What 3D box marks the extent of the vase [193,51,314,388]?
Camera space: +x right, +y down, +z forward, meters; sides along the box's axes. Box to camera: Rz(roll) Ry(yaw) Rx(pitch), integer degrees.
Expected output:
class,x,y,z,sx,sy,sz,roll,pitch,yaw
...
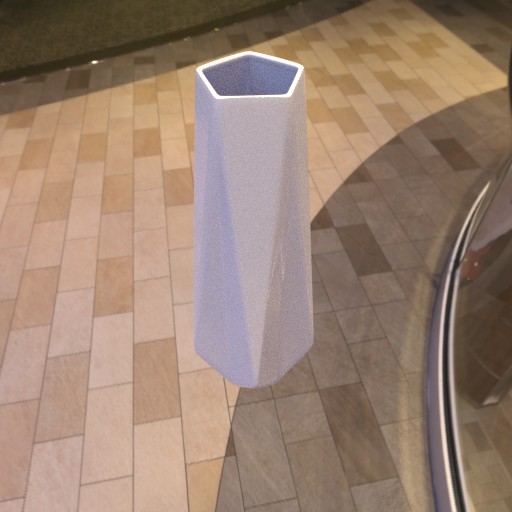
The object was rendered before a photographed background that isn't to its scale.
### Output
class,x,y,z,sx,sy,sz,roll,pitch,yaw
vase,0.000,0.000,0.391,0.122,0.329,0.116,25,51,22
